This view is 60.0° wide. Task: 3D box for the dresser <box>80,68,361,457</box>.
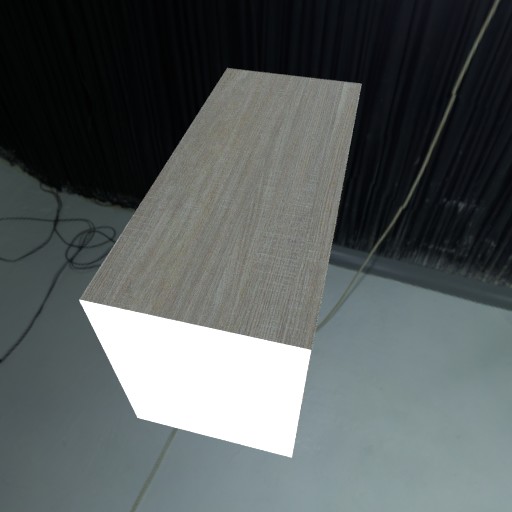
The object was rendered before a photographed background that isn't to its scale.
[{"bbox_3d":[0.000,0.000,1.555,0.500,0.780,1.110,11,49,9],"label":"dresser"}]
